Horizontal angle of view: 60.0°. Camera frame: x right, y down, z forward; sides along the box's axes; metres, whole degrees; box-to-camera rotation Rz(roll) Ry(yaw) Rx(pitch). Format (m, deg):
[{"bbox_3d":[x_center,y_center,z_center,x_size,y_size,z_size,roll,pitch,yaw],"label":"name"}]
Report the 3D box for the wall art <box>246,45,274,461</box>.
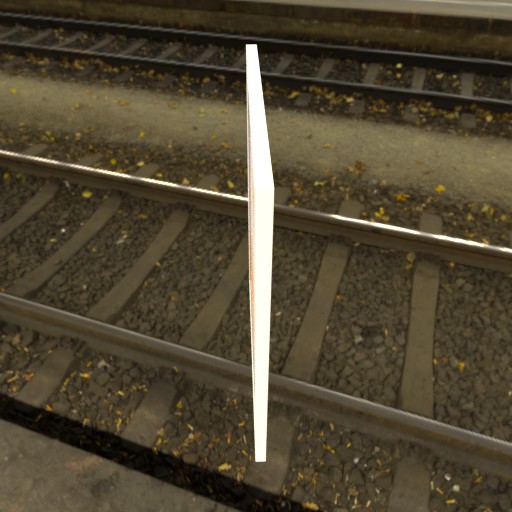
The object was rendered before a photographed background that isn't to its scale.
[{"bbox_3d":[0.000,0.000,1.113,0.026,0.811,0.661,-1,41,-2],"label":"wall art"}]
